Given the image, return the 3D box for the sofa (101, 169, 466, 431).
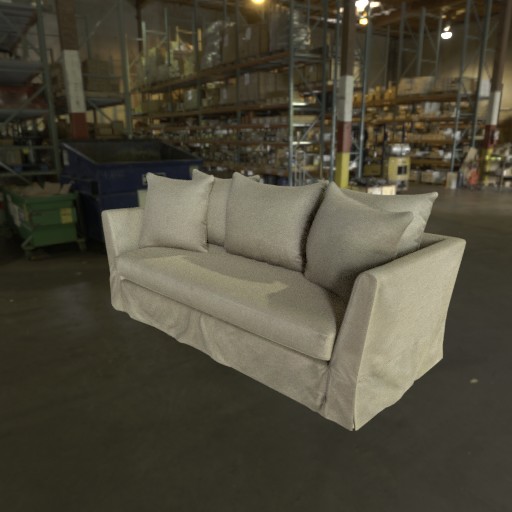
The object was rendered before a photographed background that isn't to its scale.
[{"bbox_3d":[0.000,0.000,2.919,2.290,1.034,1.031,14,21,42],"label":"sofa"}]
